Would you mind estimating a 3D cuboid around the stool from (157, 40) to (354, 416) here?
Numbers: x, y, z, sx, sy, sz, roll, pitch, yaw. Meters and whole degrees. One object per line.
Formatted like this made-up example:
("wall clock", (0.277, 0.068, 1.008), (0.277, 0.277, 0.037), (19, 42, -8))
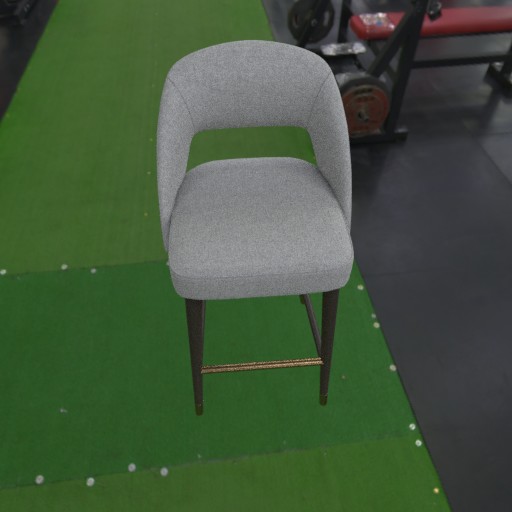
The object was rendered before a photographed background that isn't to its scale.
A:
("stool", (0.000, 0.000, 1.307), (0.494, 1.037, 0.509), (-3, 48, -3))
